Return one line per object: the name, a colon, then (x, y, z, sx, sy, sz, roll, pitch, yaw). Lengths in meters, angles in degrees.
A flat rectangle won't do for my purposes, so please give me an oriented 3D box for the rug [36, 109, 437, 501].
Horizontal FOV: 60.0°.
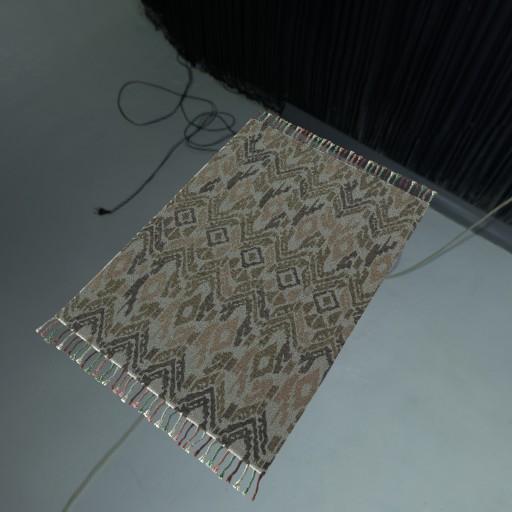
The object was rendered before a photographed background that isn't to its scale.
rug: (0.000, 0.000, 2.248, 1.219, 0.008, 1.829, 31, 64, 17)
